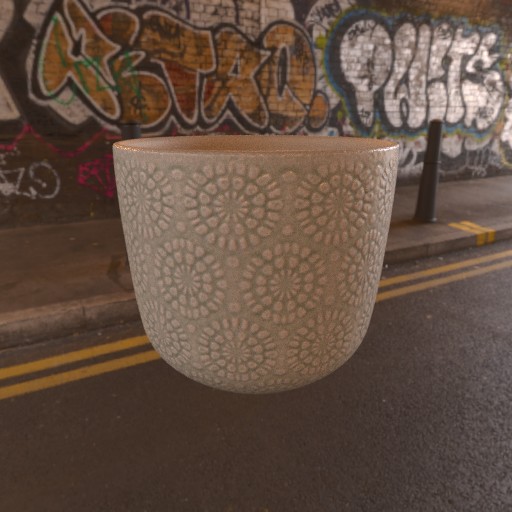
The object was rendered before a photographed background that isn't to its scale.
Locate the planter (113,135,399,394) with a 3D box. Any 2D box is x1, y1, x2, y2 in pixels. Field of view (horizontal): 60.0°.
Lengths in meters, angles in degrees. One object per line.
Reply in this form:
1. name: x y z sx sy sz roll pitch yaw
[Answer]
1. planter: 0.000 0.000 0.216 0.124 0.109 0.124 0 18 0
